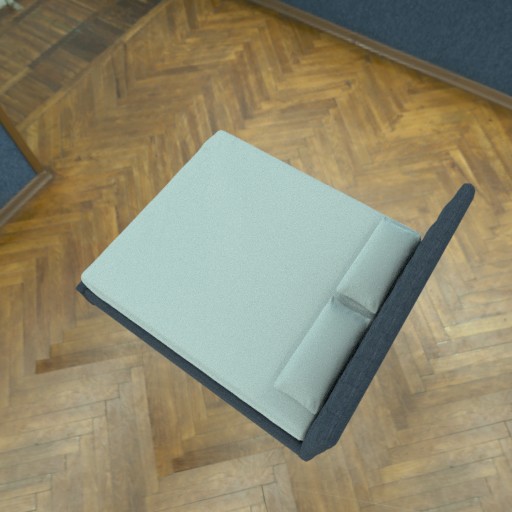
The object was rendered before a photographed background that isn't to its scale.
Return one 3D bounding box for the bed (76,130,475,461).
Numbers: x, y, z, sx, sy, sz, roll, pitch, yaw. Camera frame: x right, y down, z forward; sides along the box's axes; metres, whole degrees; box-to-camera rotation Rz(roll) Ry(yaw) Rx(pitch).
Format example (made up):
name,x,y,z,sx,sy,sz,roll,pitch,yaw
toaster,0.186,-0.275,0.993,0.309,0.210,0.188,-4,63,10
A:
name,x,y,z,sx,sy,sz,roll,pitch,yaw
bed,0.000,0.000,3.637,2.387,1.427,2.078,32,67,15
